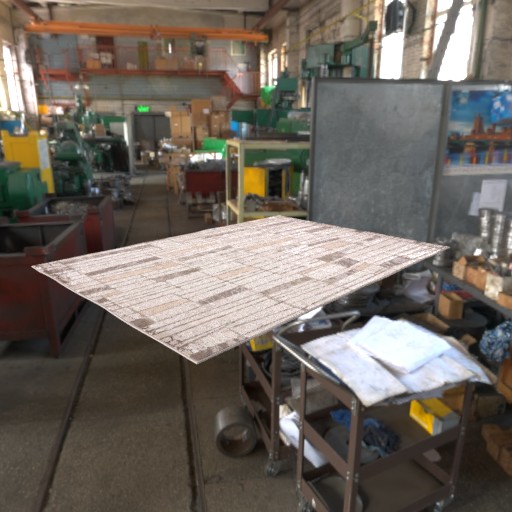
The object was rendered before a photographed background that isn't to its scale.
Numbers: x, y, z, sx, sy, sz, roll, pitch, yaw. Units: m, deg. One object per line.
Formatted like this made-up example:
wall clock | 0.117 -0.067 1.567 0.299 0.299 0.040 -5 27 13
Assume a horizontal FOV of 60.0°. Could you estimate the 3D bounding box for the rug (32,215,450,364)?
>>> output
rug | 0.000 0.000 4.351 2.449 0.019 3.357 16 23 43
